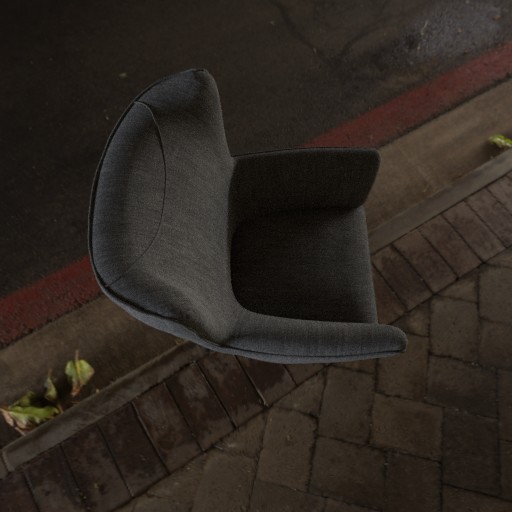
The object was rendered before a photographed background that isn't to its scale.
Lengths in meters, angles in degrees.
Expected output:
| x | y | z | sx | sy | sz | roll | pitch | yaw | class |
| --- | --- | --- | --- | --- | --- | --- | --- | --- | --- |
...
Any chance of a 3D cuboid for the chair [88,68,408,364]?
| x | y | z | sx | sy | sz | roll | pitch | yaw | class |
| --- | --- | --- | --- | --- | --- | --- | --- | --- | --- |
| 0.000 | 0.000 | 1.543 | 0.888 | 0.933 | 0.781 | 0 | 64 | 0 | chair |
